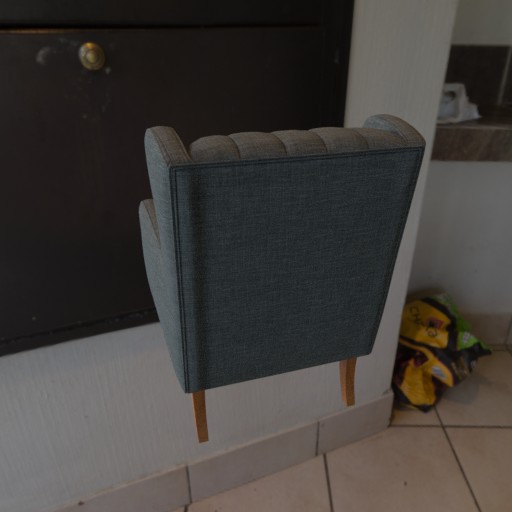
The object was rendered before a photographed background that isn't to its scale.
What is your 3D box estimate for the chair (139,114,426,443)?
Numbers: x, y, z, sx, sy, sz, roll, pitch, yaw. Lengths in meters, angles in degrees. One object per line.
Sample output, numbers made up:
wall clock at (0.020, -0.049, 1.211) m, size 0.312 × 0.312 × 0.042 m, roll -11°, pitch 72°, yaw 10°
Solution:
chair at (0.000, 0.000, 1.489) m, size 0.711 × 0.953 × 0.775 m, roll -8°, pitch 28°, yaw -15°
